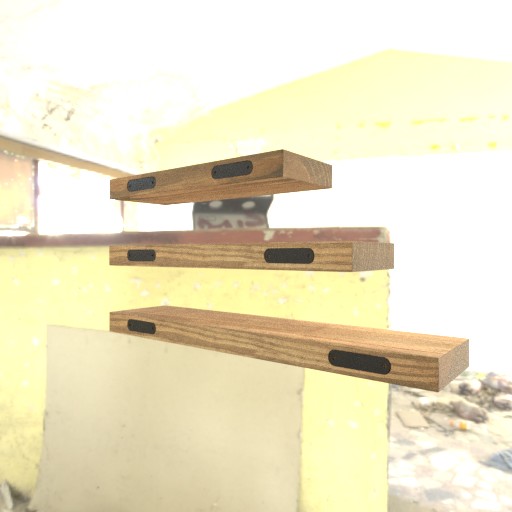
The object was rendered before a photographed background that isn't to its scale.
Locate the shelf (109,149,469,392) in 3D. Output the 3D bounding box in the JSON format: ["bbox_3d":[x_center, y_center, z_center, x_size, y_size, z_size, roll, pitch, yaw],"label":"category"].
[{"bbox_3d":[0.000,0.000,0.720,0.610,0.293,0.140,0,0,38],"label":"shelf"}]
